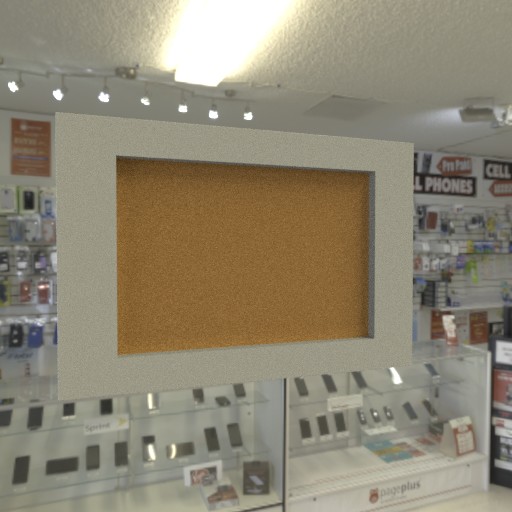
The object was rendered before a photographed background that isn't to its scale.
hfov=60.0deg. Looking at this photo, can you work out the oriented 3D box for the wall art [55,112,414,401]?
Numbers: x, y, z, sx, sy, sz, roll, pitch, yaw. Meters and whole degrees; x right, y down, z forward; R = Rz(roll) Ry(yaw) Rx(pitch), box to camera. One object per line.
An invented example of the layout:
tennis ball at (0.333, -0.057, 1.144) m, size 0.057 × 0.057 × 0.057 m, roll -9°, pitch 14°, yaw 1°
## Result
wall art at (0.000, 0.000, 1.103) m, size 0.906 × 0.617 × 0.033 m, roll 0°, pitch 1°, yaw -18°
